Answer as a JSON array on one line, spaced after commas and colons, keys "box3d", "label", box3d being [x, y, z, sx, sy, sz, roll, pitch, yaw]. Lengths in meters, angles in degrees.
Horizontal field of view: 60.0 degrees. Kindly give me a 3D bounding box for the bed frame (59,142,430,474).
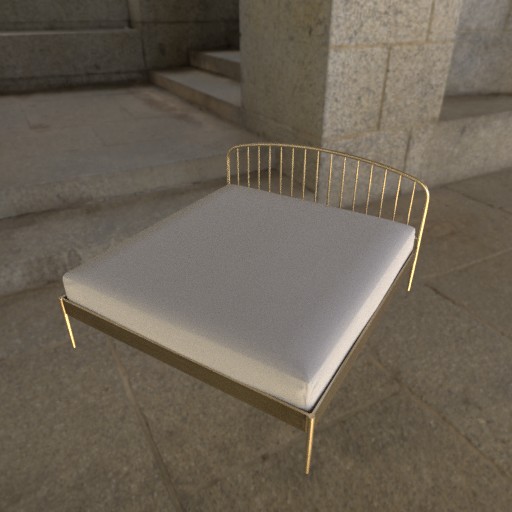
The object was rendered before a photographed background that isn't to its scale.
[{"box3d": [0.000, 0.000, 3.447, 2.016, 1.174, 2.152, 17, 35, 27], "label": "bed frame"}]
